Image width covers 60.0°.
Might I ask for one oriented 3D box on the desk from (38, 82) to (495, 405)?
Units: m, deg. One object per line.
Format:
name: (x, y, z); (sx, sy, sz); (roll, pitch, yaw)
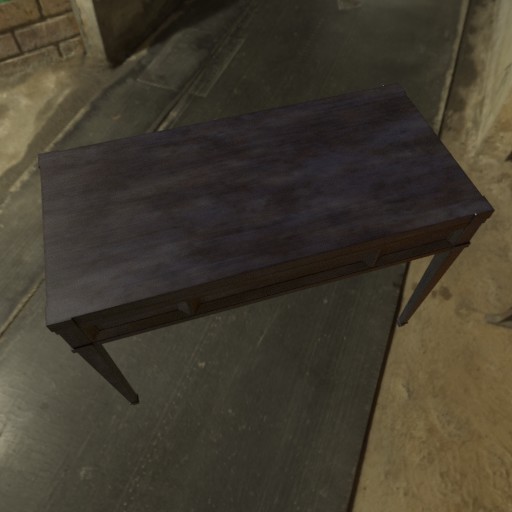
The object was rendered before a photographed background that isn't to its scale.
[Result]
desk: (0.000, 0.000, 1.735); (1.289, 0.861, 0.630); (-14, 58, -9)
